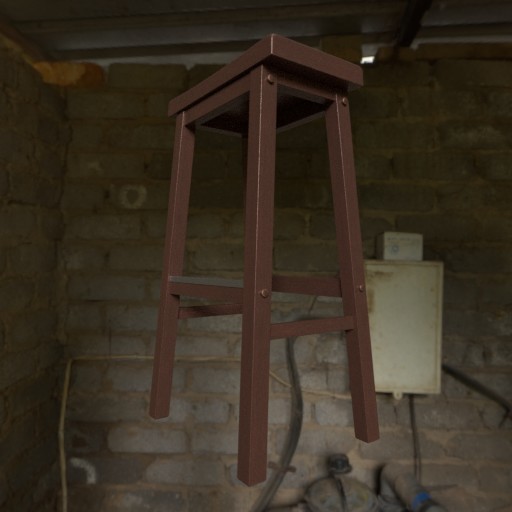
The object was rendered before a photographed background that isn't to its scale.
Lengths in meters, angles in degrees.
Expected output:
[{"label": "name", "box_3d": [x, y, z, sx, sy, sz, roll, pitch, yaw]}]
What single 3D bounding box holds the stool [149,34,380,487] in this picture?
[{"label": "stool", "box_3d": [0.000, 0.000, 0.966, 0.322, 0.742, 0.406, 0, -1, -36]}]
